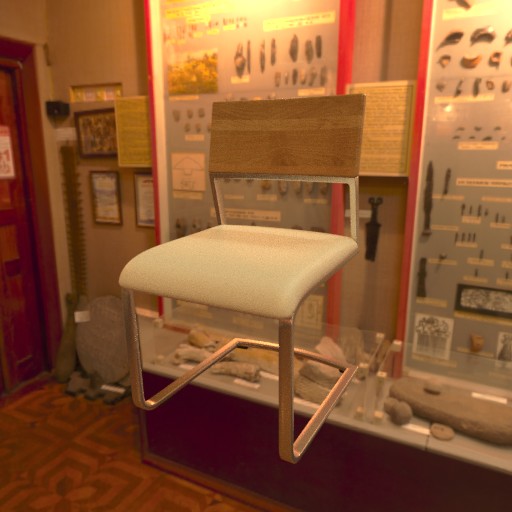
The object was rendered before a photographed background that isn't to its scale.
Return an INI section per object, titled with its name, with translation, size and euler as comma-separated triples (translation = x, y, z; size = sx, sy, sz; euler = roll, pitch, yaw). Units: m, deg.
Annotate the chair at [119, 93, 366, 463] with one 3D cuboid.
[chair]
translation = 0.000, 0.000, 1.207
size = 0.467, 0.844, 0.585
euler = 7, 16, 28
